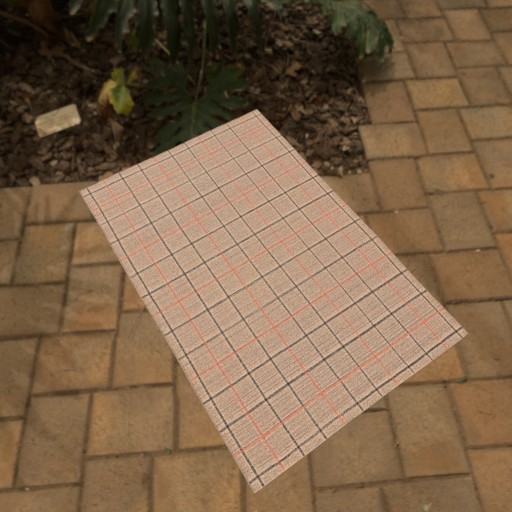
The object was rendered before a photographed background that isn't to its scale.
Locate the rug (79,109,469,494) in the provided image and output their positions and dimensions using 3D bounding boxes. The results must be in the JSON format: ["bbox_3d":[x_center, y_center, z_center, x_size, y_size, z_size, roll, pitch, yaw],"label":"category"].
[{"bbox_3d":[0.000,0.000,2.322,1.220,0.013,1.829,-30,64,-16],"label":"rug"}]
